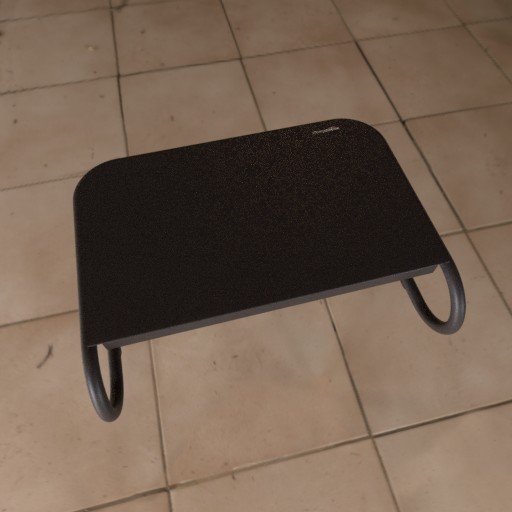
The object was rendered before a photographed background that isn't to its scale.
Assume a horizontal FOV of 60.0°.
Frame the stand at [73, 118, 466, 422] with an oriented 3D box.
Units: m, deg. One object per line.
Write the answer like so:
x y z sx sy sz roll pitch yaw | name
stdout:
0.000 0.000 0.505 0.370 0.108 0.280 -12 60 -7 | stand
